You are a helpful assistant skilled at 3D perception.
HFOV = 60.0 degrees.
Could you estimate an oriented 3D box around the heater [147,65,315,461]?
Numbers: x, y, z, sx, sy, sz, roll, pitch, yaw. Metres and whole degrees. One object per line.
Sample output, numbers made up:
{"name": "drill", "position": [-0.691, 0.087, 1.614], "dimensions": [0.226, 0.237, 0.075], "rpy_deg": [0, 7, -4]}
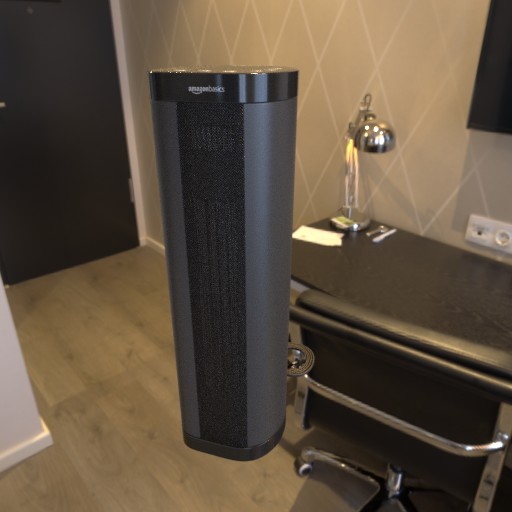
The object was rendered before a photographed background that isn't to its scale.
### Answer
{"name": "heater", "position": [0.000, 0.000, 0.697], "dimensions": [0.174, 0.552, 0.312], "rpy_deg": [8, 27, 16]}
